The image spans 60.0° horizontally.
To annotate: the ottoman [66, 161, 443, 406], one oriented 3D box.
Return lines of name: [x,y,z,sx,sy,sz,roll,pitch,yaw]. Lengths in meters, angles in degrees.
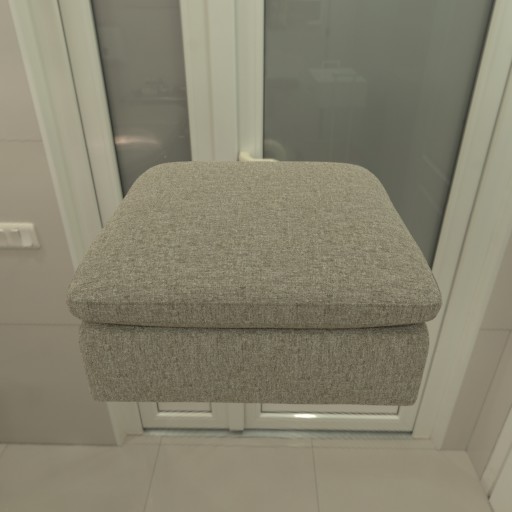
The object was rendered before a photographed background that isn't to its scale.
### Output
ottoman: [0.000,0.000,1.648,1.035,0.526,1.039,1,30,1]
